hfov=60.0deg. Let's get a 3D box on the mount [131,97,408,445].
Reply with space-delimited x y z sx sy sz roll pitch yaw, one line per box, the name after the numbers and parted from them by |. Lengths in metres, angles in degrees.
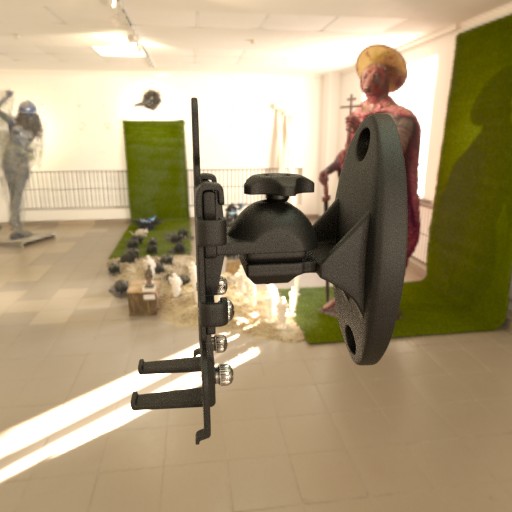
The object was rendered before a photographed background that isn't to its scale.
0.000 0.000 0.175 0.100 0.118 0.066 -2 16 -8 | mount
